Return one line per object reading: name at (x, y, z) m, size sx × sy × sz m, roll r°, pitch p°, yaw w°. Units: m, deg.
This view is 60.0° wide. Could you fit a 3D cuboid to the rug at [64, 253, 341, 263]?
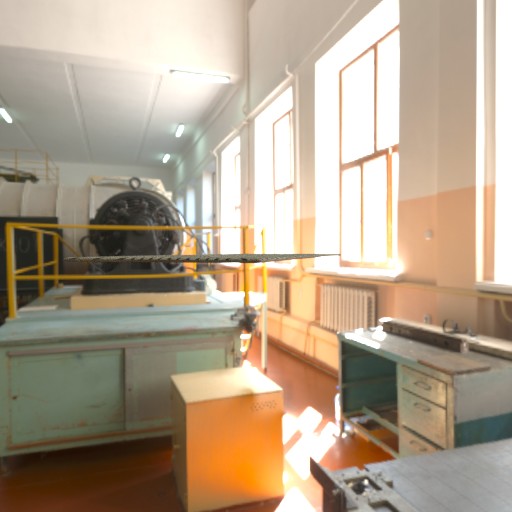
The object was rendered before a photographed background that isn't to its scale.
rug at (0.000, 0.000, 2.709) m, size 0.773 × 0.020 × 2.439 m, roll 0°, pitch 1°, yaw 17°
